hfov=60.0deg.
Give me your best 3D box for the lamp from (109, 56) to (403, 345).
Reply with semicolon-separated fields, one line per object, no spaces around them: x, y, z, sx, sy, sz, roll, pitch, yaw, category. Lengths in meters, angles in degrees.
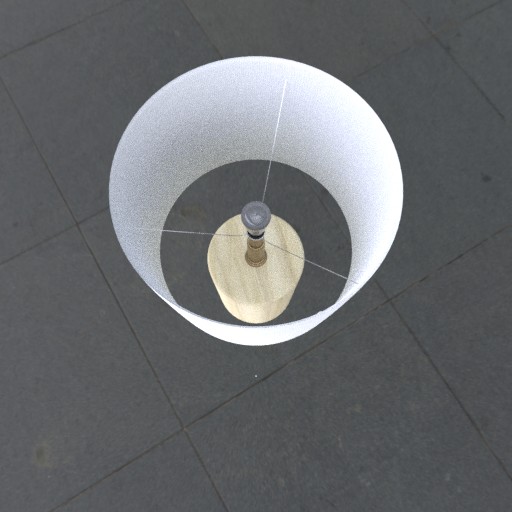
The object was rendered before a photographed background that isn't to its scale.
0.000;0.000;0.555;0.228;0.444;0.228;-16;75;-4;lamp
